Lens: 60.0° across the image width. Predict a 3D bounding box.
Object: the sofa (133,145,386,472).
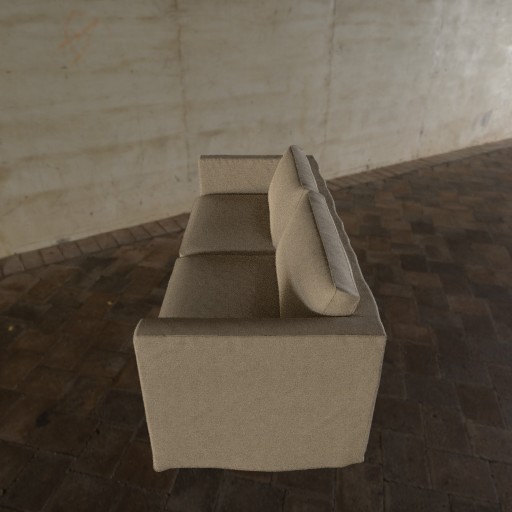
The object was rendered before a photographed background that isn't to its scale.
[{"bbox_3d":[0.000,0.000,2.698,0.956,0.847,2.296,0,29,0],"label":"sofa"}]
